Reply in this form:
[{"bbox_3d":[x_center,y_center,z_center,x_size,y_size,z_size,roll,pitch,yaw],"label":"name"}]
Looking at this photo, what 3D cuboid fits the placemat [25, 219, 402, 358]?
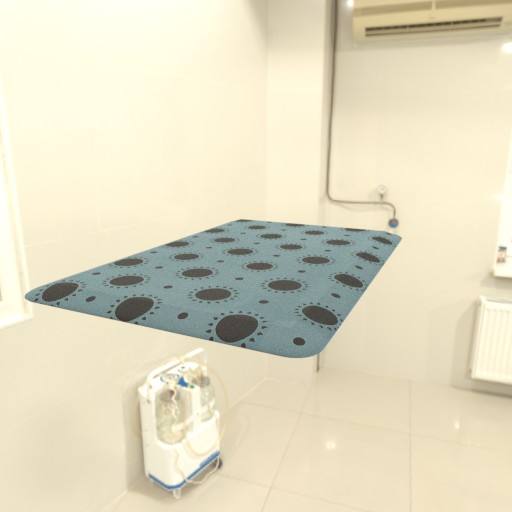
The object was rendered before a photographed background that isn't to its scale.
[{"bbox_3d":[0.000,0.000,0.945,0.508,0.021,0.762,7,16,24],"label":"placemat"}]
